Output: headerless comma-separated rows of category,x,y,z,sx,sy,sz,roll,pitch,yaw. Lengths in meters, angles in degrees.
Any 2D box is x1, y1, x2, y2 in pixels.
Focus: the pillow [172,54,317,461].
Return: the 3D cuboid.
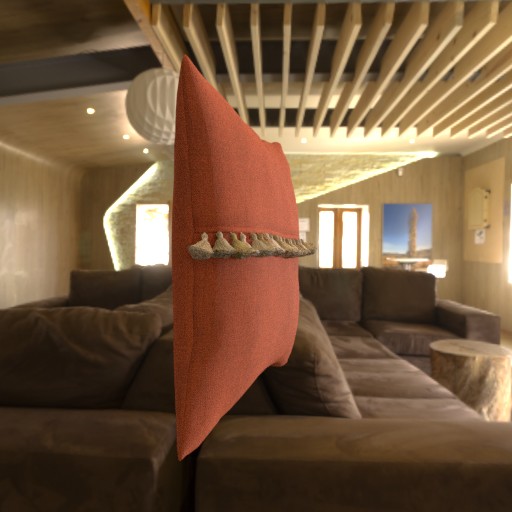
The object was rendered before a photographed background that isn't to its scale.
pillow,0.000,0.000,0.745,0.165,0.482,0.490,0,1,18
